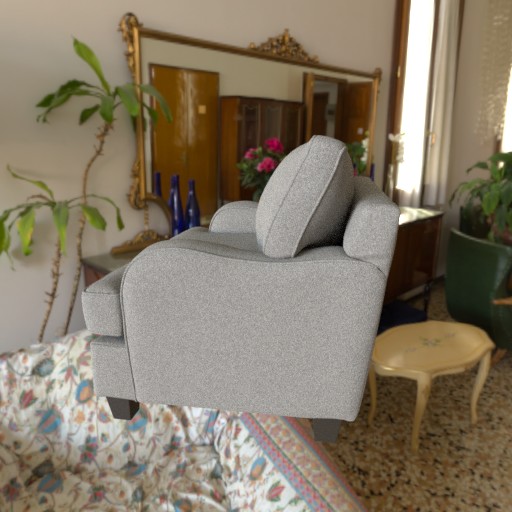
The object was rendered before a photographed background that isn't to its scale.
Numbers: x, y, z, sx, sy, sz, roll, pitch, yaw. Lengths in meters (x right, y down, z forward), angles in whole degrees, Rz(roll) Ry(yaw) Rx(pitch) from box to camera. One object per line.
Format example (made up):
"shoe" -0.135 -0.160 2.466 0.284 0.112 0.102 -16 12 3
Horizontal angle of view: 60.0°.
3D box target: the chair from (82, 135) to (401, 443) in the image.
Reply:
"chair" 0.000 0.000 1.967 1.040 1.016 1.220 2 14 10
